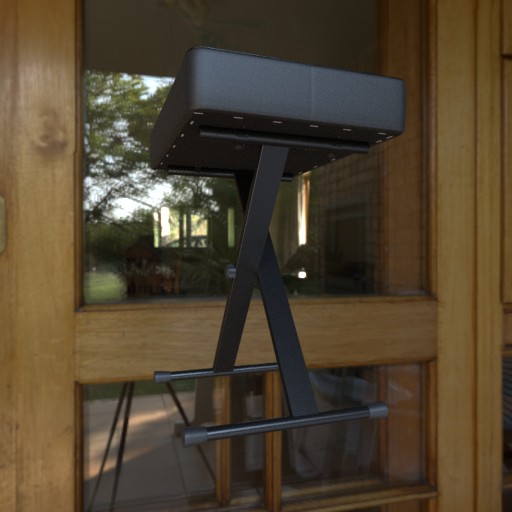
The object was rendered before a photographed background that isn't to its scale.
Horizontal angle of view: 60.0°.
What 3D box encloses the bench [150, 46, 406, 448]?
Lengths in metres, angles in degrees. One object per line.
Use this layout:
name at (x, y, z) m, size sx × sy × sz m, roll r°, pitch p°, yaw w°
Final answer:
bench at (0.000, 0.000, 0.774) m, size 0.321 × 0.500 × 0.424 m, roll 0°, pitch 0°, yaw -20°
